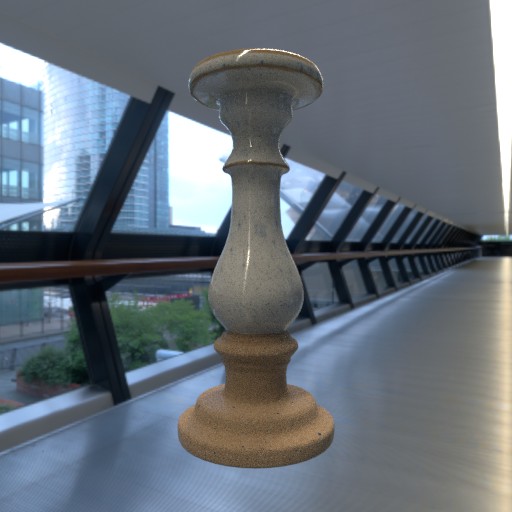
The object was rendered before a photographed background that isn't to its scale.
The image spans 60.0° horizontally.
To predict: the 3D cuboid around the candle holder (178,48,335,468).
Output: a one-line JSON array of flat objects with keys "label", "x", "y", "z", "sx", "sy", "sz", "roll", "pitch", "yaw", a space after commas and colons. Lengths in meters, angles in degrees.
[{"label": "candle holder", "x": 0.000, "y": 0.000, "z": 0.252, "sx": 0.088, "sy": 0.203, "sz": 0.088, "roll": 0, "pitch": 0, "yaw": 0}]
